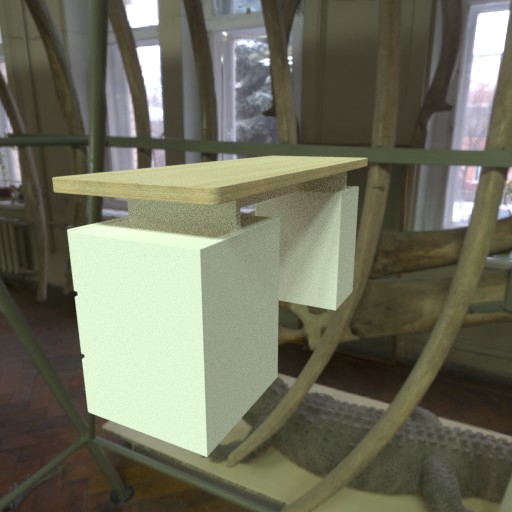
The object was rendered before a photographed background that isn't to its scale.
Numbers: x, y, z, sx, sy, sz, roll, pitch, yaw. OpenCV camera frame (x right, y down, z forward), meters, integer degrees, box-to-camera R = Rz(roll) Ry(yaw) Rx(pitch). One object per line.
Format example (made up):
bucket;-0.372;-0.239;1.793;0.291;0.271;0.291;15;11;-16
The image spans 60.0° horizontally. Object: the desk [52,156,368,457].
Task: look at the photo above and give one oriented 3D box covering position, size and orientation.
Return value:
desk;0.000;0.000;1.871;0.550;0.755;1.500;8;17;26
